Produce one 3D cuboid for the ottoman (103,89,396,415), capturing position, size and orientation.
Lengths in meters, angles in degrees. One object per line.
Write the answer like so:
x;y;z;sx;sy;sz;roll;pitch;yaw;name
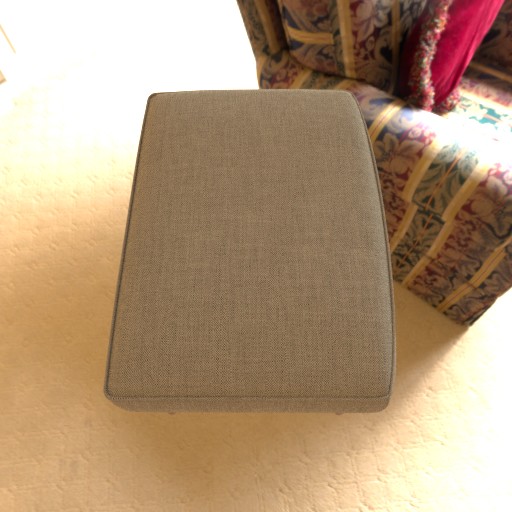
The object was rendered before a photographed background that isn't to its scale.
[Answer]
0.000;0.000;1.086;0.555;0.458;0.750;0;64;0;ottoman
